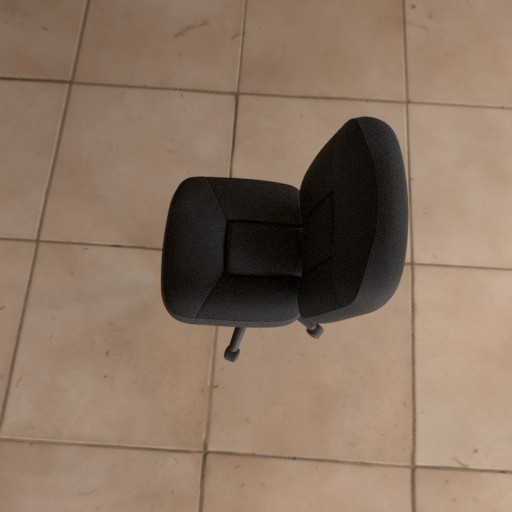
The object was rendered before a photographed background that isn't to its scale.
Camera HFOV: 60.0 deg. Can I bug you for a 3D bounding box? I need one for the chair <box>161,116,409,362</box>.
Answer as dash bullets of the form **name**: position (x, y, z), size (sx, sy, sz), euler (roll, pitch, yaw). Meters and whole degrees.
- **chair**: position (0.000, 0.000, 1.345), size (0.610, 0.972, 0.610), euler (2, 75, 1)
